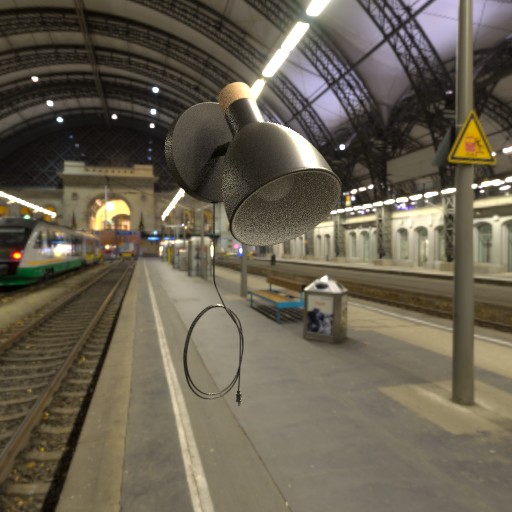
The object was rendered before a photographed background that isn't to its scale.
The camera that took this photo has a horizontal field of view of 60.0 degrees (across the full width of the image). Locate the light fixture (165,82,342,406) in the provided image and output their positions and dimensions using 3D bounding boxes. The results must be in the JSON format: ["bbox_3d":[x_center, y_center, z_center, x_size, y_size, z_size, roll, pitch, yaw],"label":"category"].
[{"bbox_3d":[0.000,0.000,0.494,0.127,0.401,0.203,-1,1,-36],"label":"light fixture"}]
